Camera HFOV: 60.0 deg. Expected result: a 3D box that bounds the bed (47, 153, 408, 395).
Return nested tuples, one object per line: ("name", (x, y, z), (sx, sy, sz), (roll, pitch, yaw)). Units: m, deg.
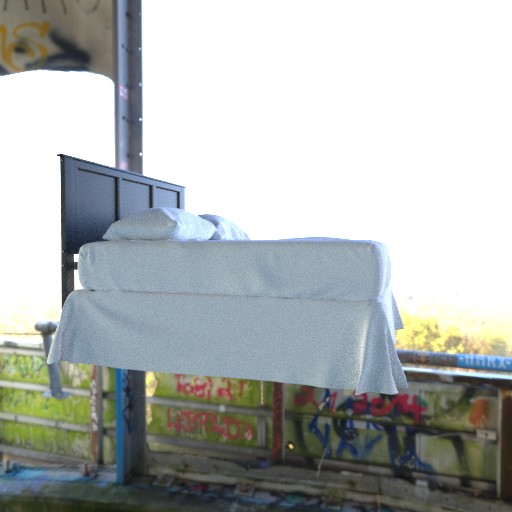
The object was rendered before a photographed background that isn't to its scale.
("bed", (0.000, 0.000, 3.182), (2.050, 1.270, 1.870), (1, 2, 18))
